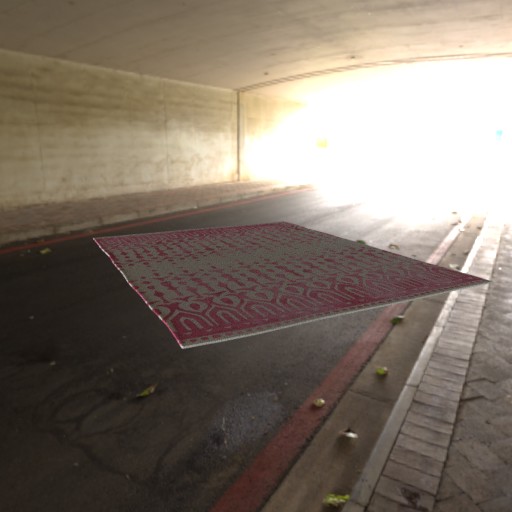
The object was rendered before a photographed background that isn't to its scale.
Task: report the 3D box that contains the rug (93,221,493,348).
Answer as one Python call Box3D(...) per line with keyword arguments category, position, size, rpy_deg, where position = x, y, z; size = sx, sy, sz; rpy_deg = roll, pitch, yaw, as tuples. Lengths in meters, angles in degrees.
Box3D(category="rug", position=(0.000, 0.000, 4.090), size=(2.441, 0.016, 3.095), rpy_deg=(-7, 16, -26))
